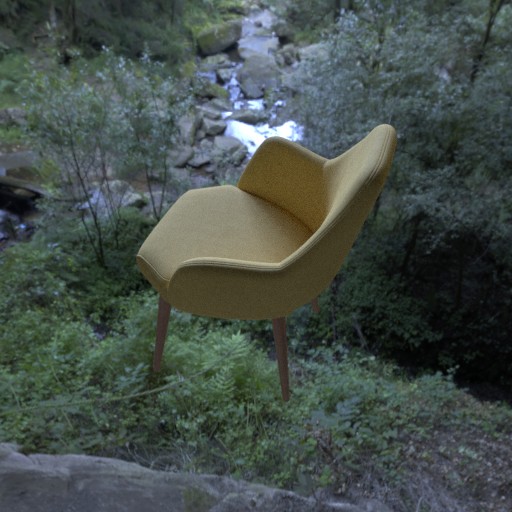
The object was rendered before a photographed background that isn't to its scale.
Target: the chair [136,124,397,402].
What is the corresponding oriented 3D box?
[{"bbox_3d":[0.000,0.000,1.280,0.610,0.840,0.590,15,47,14],"label":"chair"}]
